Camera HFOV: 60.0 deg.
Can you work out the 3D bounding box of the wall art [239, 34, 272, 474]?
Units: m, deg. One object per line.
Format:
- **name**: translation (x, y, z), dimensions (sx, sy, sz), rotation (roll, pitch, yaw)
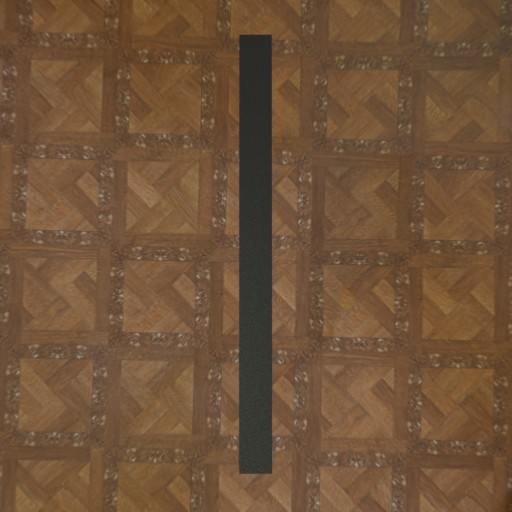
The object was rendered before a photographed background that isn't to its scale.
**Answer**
- **wall art**: translation (0.000, 0.000, 0.766), dimensions (0.038, 0.508, 0.508), rotation (0, 89, 0)
